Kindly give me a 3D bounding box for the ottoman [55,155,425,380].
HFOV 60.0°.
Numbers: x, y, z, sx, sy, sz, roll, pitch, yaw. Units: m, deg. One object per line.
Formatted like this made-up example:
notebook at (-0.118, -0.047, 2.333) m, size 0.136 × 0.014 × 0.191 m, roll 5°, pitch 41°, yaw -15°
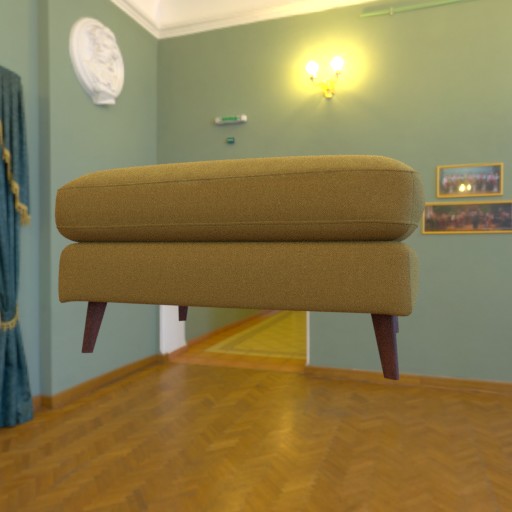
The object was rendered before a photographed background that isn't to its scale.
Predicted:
ottoman at (0.000, 0.000, 1.165) m, size 0.811 × 0.449 × 0.608 m, roll 0°, pitch 1°, yaw 18°
